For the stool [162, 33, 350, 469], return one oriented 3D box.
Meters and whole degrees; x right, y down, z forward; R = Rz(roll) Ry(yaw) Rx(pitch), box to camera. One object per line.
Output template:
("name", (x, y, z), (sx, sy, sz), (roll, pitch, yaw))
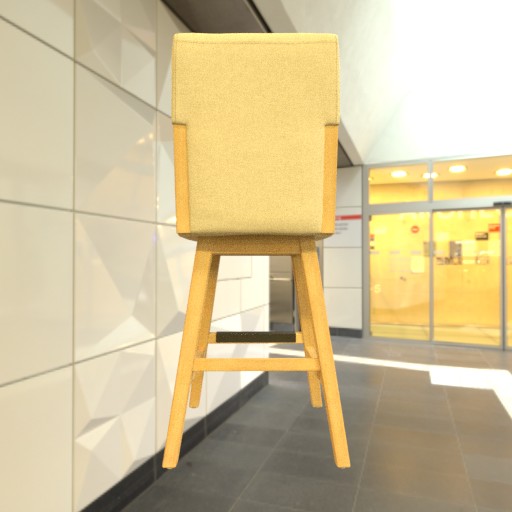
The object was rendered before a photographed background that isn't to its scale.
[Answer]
("stool", (0.000, 0.000, 1.255), (0.446, 1.015, 0.543), (0, -1, 0))
